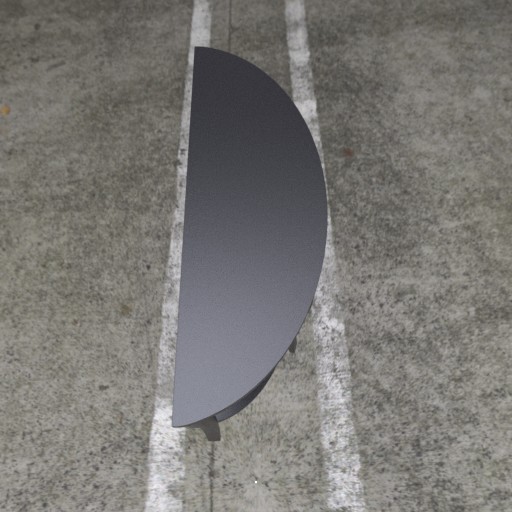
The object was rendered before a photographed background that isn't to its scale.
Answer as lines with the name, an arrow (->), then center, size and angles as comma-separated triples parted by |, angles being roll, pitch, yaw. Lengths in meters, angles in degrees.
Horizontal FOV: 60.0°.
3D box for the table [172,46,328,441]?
table -> 0.000, 0.000, 1.586 | 0.394, 0.780, 1.219 | -1, 63, -1
